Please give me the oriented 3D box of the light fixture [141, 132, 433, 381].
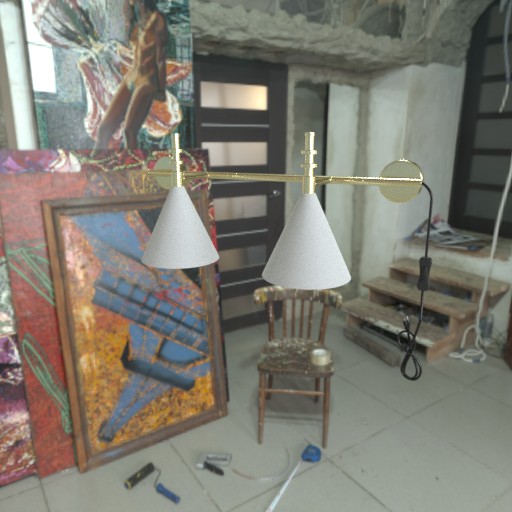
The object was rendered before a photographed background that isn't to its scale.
[{"bbox_3d":[0.000,0.000,0.877,0.642,0.468,0.239,7,16,26],"label":"light fixture"}]
